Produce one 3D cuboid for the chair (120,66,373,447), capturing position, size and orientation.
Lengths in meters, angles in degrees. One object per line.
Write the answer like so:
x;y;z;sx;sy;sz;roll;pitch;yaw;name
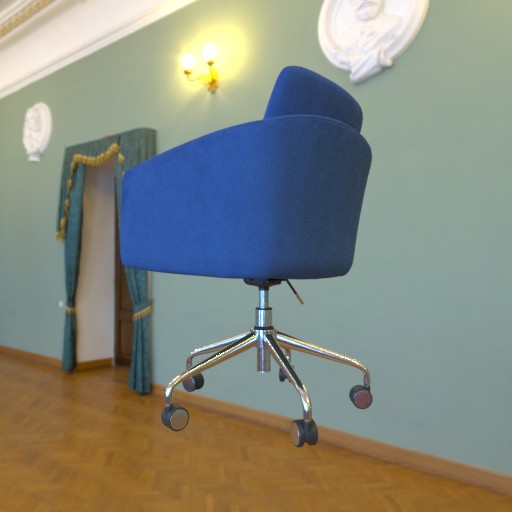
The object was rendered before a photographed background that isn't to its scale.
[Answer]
0.000;0.000;1.354;0.635;0.908;0.641;0;-1;36;chair
